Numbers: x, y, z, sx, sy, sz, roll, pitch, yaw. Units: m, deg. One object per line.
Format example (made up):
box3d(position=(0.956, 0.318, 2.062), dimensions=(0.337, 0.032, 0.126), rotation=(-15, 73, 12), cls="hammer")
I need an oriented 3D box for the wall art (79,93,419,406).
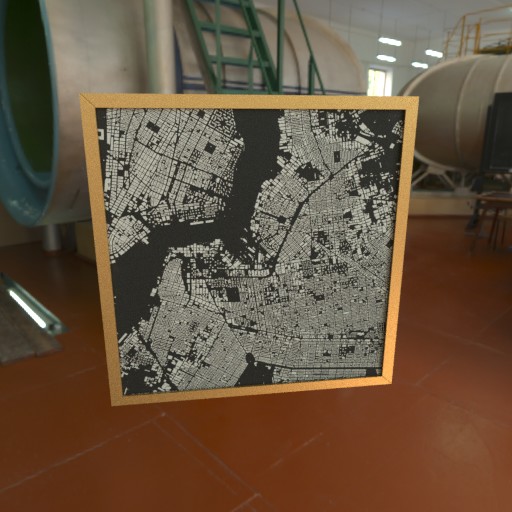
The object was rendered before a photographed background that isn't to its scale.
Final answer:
box3d(position=(0.000, 0.000, 1.884), dimensions=(1.284, 1.284, 0.095), rotation=(-2, 16, -8), cls="wall art")
